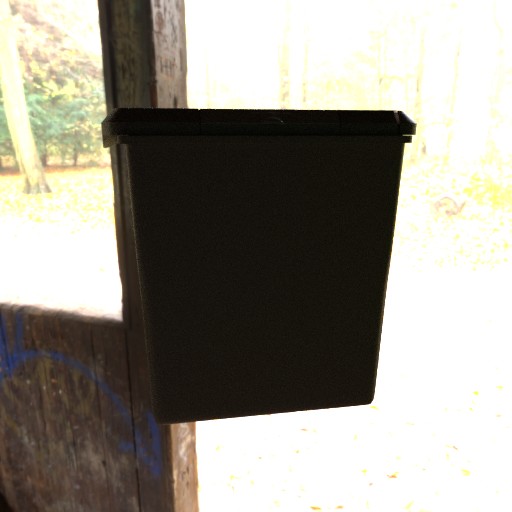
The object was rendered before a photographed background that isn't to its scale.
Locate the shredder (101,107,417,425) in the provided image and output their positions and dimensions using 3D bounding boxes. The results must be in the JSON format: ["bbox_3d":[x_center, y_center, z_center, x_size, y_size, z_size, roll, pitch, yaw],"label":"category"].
[{"bbox_3d":[0.000,0.000,0.527,0.320,0.335,0.170,-2,15,-9],"label":"shredder"}]
